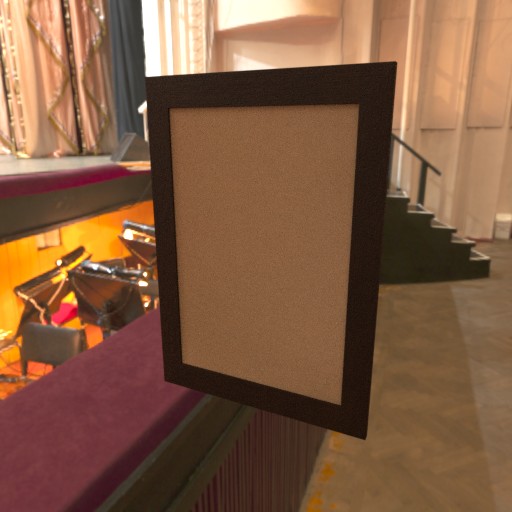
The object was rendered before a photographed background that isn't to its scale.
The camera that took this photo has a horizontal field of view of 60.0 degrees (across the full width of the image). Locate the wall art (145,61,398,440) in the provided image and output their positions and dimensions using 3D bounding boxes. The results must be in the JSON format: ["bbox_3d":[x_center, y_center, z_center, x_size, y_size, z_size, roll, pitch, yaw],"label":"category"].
[{"bbox_3d":[0.000,0.000,0.653,0.359,0.508,0.013,8,18,25],"label":"wall art"}]
